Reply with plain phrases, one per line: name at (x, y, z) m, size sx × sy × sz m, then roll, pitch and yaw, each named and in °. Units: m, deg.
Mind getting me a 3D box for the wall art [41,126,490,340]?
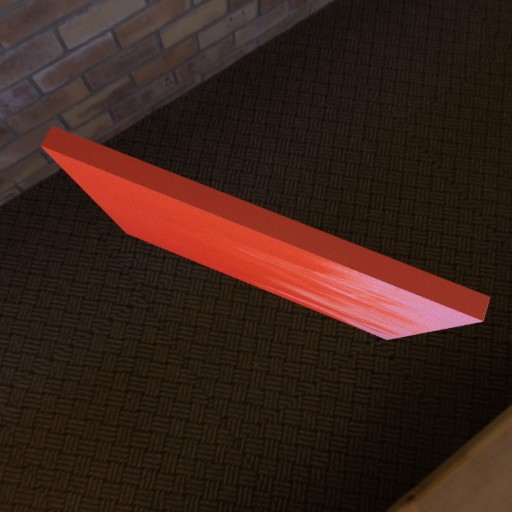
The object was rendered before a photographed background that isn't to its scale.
wall art at (0.000, 0.000, 0.762) m, size 0.607 × 0.405 × 0.033 m, roll 22°, pitch 77°, yaw 5°
